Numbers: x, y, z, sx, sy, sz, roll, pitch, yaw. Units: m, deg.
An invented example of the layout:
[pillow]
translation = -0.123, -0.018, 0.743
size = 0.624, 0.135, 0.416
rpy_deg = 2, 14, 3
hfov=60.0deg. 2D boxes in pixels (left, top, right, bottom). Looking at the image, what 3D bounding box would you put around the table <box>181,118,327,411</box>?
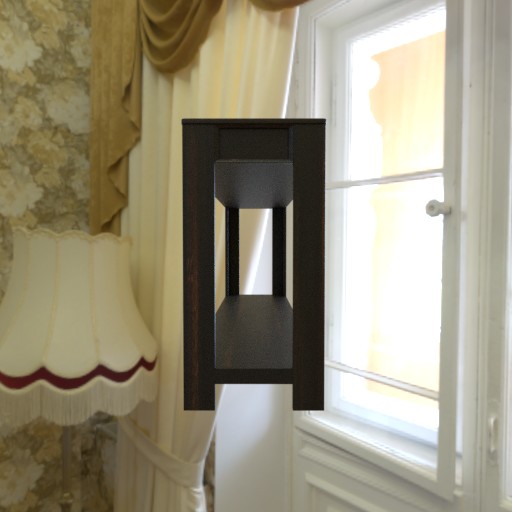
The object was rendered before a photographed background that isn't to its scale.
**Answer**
[table]
translation = 0.000, 0.000, 1.966
size = 0.384, 0.762, 1.631
rpy_deg = 0, 2, 0
